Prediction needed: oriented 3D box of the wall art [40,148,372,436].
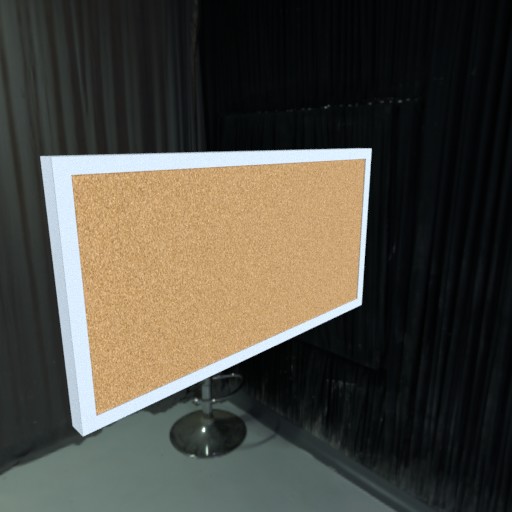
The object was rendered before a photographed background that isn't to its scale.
[{"bbox_3d":[0.000,0.000,0.935,0.038,0.431,0.812,14,20,43],"label":"wall art"}]
